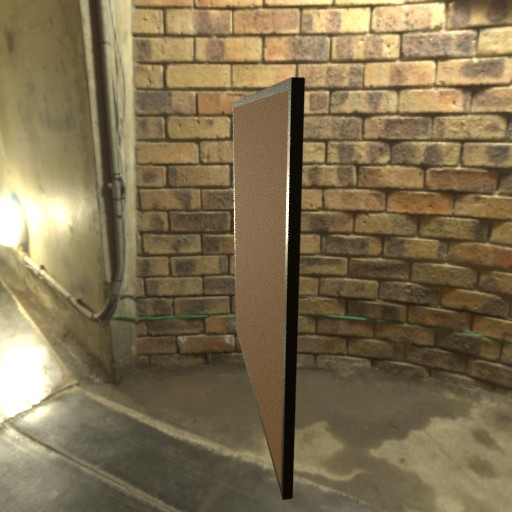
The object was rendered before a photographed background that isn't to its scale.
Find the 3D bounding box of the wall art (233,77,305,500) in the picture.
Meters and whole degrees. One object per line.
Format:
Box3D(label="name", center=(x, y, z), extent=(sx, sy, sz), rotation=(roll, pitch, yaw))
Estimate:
Box3D(label="wall art", center=(0.000, 0.000, 0.667), extent=(0.012, 0.458, 0.457), rotation=(-3, 17, -9))
